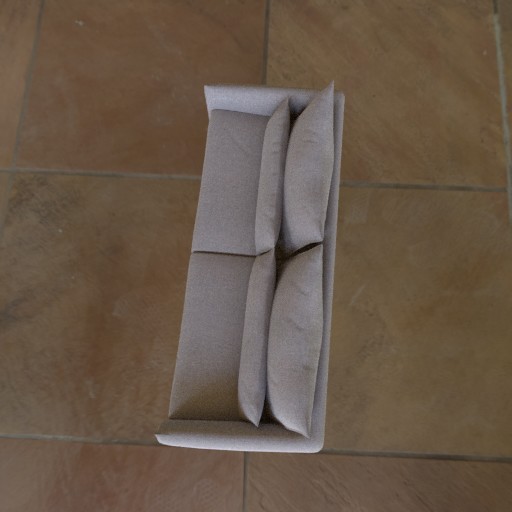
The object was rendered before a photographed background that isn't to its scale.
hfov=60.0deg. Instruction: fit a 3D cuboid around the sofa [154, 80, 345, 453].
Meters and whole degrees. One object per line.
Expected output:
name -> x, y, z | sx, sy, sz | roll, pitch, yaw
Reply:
sofa -> 0.000, 0.000, 2.450 | 0.809, 0.833, 2.022 | 6, 76, 1
